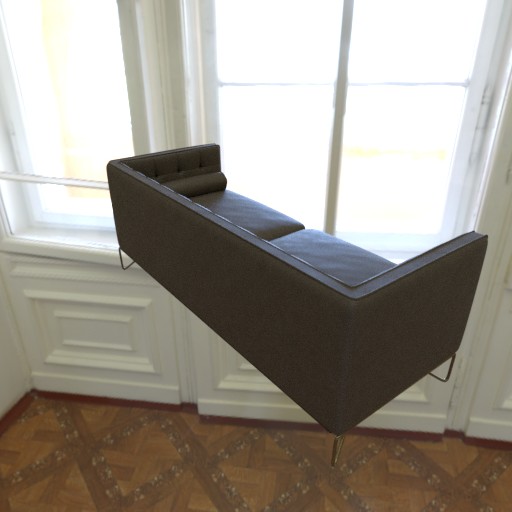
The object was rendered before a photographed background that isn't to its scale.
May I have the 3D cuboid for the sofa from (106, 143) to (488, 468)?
[{"bbox_3d":[0.000,0.000,2.486,0.867,0.789,2.087,-20,33,-33],"label":"sofa"}]
